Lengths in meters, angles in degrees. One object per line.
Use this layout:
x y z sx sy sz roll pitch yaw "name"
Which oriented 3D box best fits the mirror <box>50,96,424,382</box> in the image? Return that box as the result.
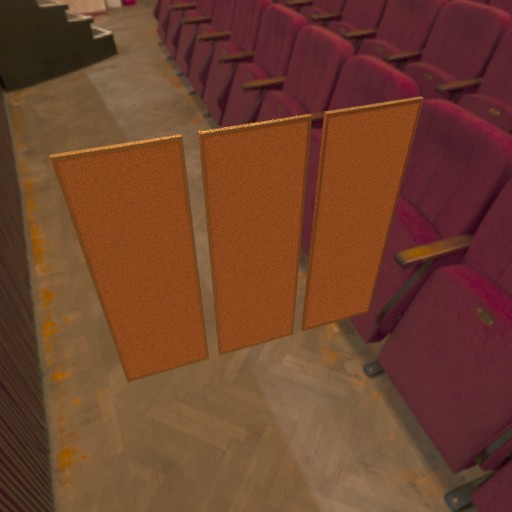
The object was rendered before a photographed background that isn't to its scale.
0.000 0.000 1.457 1.011 0.926 0.023 -13 43 -14 "mirror"
